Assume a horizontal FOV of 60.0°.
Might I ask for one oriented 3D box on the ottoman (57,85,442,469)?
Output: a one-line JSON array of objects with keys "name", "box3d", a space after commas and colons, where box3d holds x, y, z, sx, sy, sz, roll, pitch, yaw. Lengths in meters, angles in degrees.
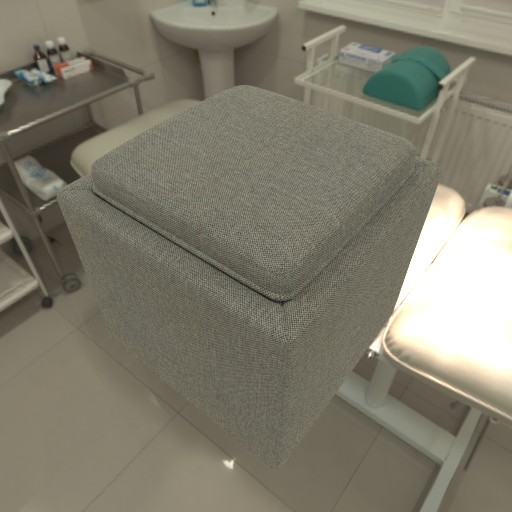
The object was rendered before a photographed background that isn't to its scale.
[{"name": "ottoman", "box3d": [0.000, 0.000, 0.826, 0.450, 0.460, 0.450, 29, 52, 26]}]
